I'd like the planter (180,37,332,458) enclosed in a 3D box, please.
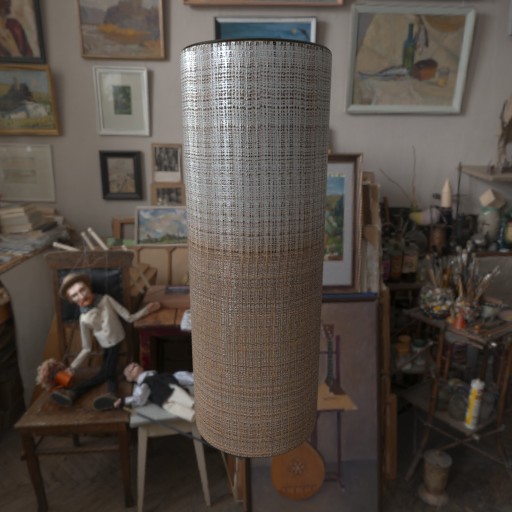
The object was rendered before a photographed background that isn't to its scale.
[{"bbox_3d":[0.000,0.000,0.328,0.099,0.278,0.099,-14,21,-41],"label":"planter"}]
